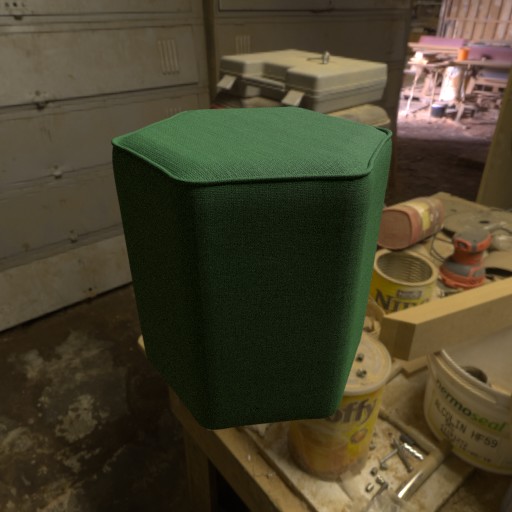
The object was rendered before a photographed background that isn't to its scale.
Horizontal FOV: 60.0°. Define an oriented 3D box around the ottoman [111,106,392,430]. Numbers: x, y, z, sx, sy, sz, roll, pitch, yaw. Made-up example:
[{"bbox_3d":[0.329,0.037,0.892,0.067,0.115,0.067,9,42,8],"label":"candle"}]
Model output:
[{"bbox_3d":[0.000,0.000,0.892,0.444,0.507,0.499,-21,36,-32],"label":"ottoman"}]
